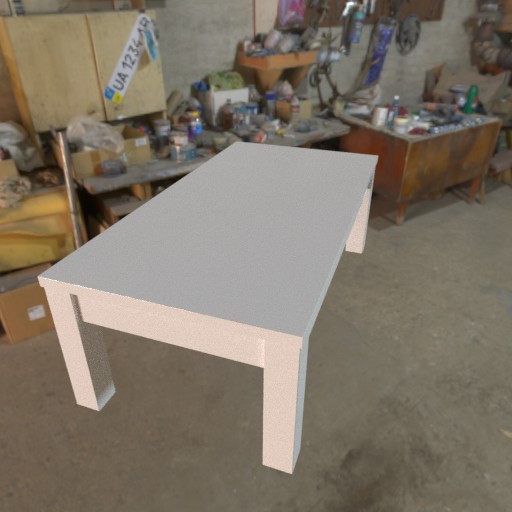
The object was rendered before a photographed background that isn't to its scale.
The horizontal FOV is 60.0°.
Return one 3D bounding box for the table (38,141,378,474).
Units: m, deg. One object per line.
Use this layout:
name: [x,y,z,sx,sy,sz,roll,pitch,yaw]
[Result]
table: [0.000,0.000,1.697,0.700,0.470,1.350,10,31,17]
